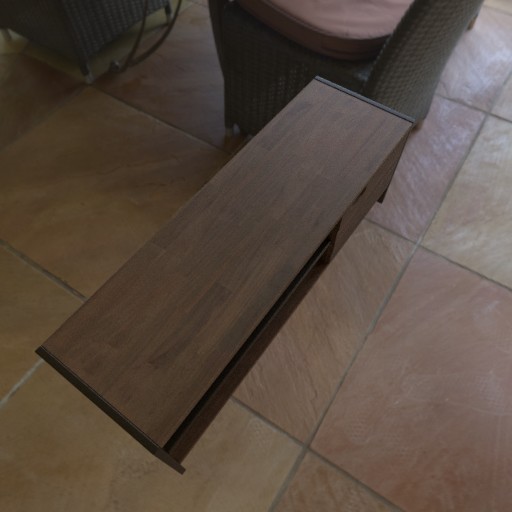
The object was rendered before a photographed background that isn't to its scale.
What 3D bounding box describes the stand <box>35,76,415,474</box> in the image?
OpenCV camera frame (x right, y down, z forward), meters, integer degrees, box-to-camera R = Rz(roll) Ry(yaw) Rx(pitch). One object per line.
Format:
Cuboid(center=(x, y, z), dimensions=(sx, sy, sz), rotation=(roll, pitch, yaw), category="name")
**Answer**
Cuboid(center=(0.000, 0.000, 1.692), dimensions=(0.454, 0.506, 1.480), rotation=(32, 64, 18), category="stand")
